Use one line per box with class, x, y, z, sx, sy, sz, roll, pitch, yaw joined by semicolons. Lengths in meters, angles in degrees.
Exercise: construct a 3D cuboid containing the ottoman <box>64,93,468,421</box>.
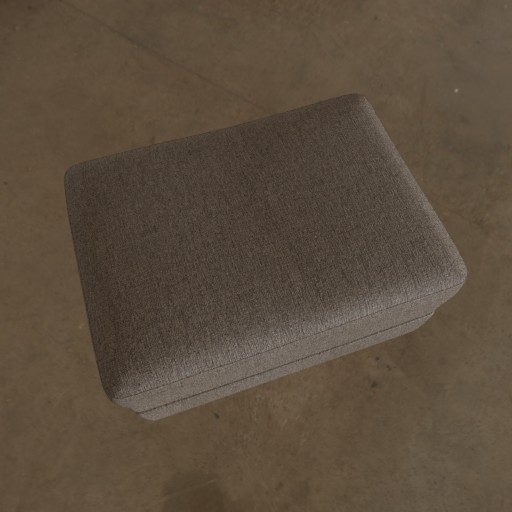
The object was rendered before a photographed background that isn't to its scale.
ottoman;0.000;0.000;1.252;0.885;0.478;0.637;-17;66;-8
